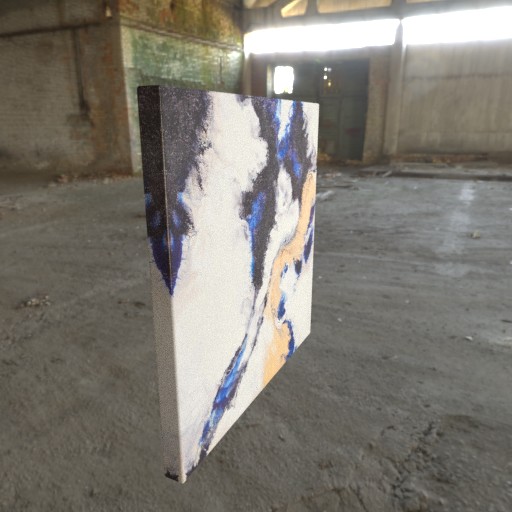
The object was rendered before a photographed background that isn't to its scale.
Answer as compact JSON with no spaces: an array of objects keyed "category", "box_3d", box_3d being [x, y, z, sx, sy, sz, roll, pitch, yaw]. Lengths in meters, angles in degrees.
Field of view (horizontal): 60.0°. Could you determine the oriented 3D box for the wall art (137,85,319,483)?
[{"category":"wall art","box_3d":[0.000,0.000,0.902,0.039,0.609,0.609,8,19,25]}]
